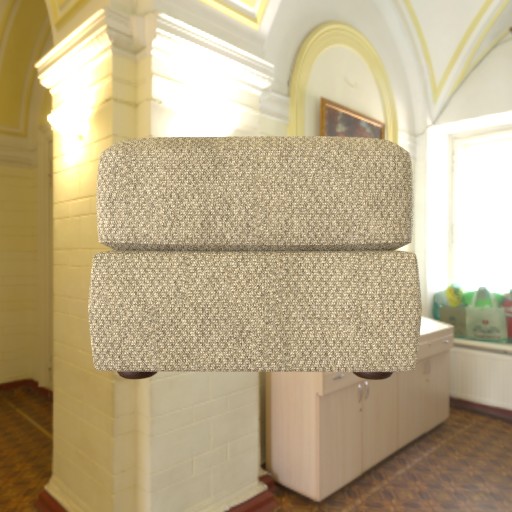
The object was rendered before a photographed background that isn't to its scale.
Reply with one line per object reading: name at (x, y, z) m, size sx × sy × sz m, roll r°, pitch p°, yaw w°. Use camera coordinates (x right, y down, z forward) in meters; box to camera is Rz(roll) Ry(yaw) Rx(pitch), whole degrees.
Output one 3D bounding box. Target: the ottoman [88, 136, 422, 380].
ottoman at (0.000, 0.000, 1.149) m, size 0.603 × 0.476 × 0.751 m, roll 0°, pitch 0°, yaw 0°
